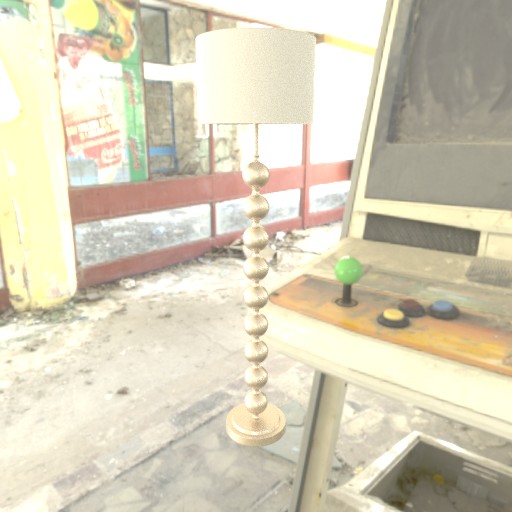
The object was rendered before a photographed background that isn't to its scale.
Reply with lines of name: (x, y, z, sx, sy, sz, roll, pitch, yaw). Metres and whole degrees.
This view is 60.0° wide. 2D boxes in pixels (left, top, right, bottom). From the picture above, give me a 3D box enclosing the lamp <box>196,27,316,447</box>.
lamp: (0.000, 0.000, 1.646, 0.394, 1.474, 0.394, -8, 18, -26)
